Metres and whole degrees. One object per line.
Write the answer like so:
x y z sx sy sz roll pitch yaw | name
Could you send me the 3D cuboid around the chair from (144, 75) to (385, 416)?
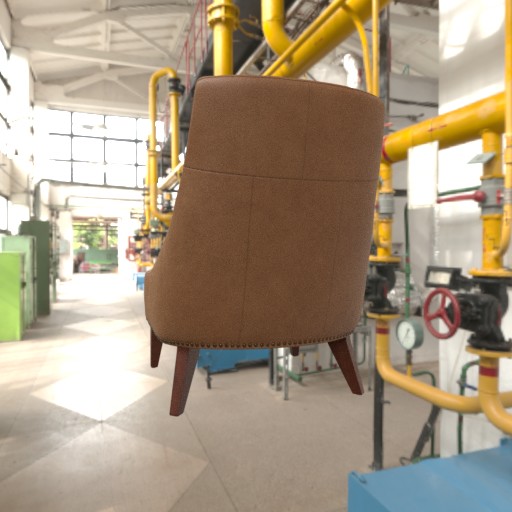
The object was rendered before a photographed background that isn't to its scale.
0.000 0.000 1.523 0.701 0.909 0.861 0 1 -18 | chair
